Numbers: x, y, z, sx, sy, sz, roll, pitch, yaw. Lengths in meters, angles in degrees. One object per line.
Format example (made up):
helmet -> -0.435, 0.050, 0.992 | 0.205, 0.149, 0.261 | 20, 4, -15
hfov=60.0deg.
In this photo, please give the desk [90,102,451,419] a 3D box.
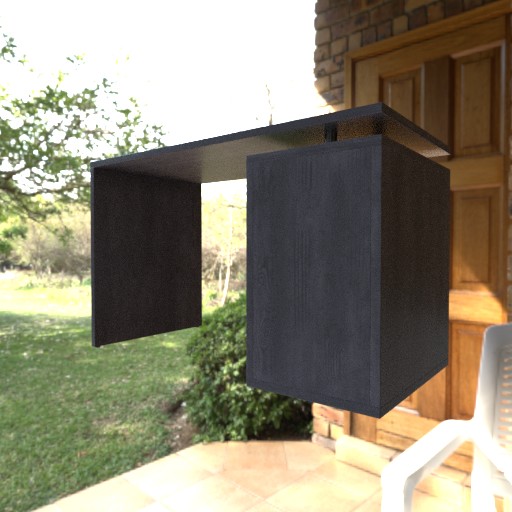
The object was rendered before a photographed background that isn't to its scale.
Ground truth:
desk -> 0.000, 0.000, 1.637 | 1.200, 0.740, 0.600 | 1, 2, 38
